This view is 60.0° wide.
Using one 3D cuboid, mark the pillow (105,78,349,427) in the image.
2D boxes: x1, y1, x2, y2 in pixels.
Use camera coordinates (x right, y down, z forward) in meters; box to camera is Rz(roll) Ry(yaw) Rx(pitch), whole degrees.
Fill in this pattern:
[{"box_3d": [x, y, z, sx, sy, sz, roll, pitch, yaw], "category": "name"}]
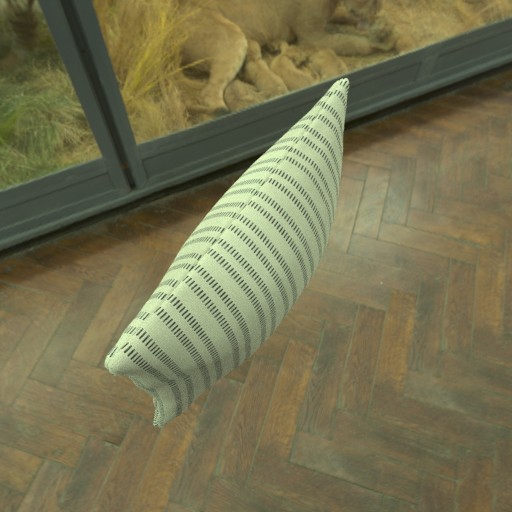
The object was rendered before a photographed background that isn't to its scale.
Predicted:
[{"box_3d": [0.000, 0.000, 0.805, 0.210, 0.353, 0.640, 28, 63, 16], "category": "pillow"}]
